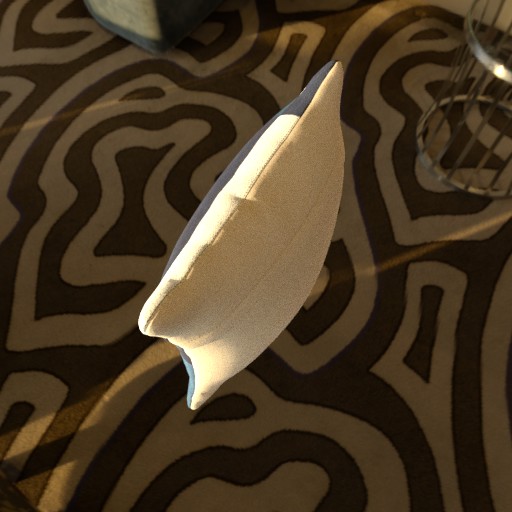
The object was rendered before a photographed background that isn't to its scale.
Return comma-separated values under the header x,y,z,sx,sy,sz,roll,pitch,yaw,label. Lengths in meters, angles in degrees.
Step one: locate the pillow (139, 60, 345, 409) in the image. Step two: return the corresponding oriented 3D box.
x,y,z,sx,sy,sz,roll,pitch,yaw,label
0.000,0.000,0.805,0.229,0.506,0.536,27,66,13,pillow
